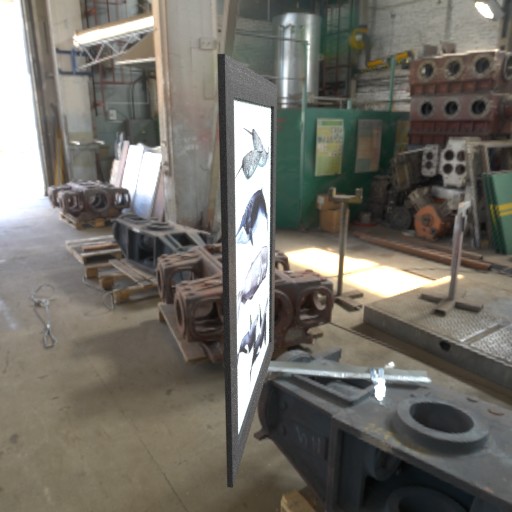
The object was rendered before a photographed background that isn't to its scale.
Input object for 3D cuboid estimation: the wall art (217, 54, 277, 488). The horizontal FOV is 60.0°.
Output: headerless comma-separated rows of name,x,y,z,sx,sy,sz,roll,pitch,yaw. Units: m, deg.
wall art,0.000,0.000,1.465,0.016,1.116,0.810,3,17,10
